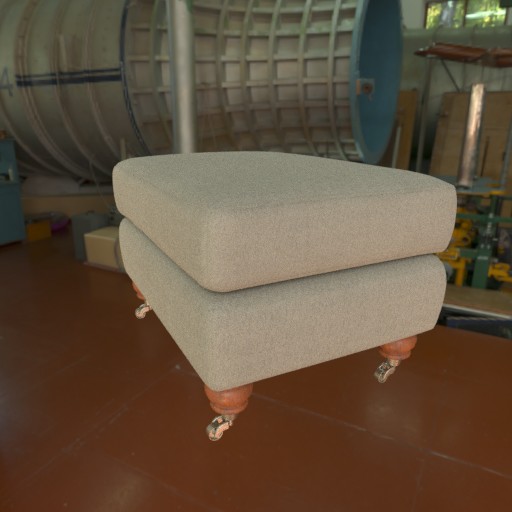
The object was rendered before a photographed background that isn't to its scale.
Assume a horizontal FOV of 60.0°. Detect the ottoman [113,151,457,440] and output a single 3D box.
[{"bbox_3d":[0.000,0.000,1.145,0.569,0.504,0.773,-9,20,-26],"label":"ottoman"}]
